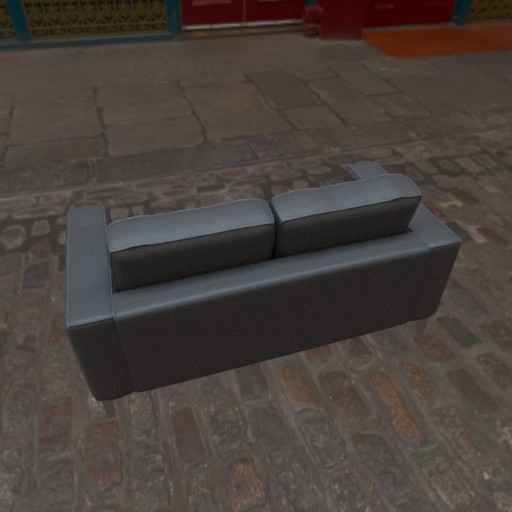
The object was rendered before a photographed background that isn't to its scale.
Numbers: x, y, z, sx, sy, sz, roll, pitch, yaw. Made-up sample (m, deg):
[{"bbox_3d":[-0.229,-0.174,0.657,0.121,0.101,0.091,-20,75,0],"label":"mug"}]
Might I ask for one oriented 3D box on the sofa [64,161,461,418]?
[{"bbox_3d":[0.000,0.000,2.195,1.726,0.893,0.833,-11,41,-13],"label":"sofa"}]
